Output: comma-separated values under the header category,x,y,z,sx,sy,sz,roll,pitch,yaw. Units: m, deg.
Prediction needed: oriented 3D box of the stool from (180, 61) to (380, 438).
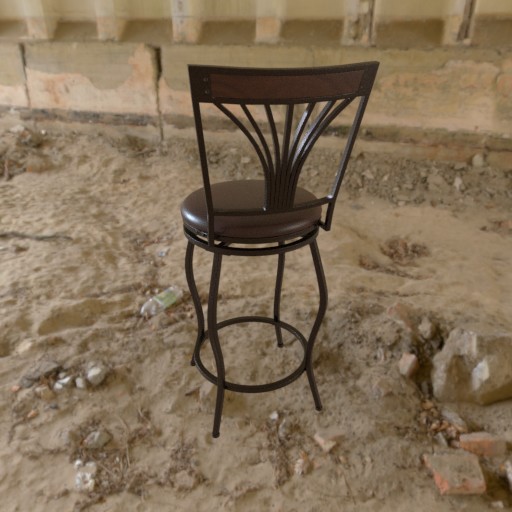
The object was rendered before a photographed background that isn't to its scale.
category,x,y,z,sx,sy,sz,roll,pitch,yaw
stool,0.000,0.000,1.369,0.433,1.117,0.514,-8,28,-16
